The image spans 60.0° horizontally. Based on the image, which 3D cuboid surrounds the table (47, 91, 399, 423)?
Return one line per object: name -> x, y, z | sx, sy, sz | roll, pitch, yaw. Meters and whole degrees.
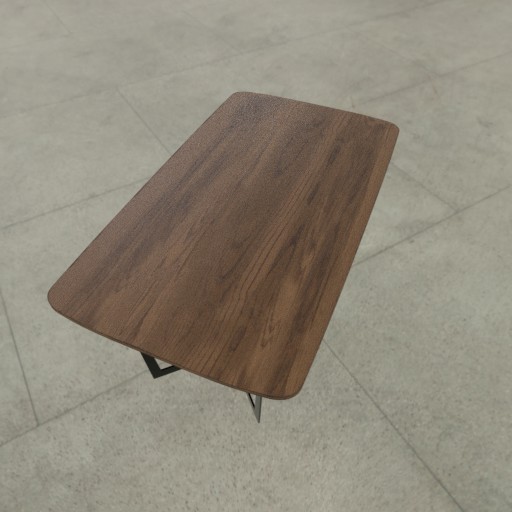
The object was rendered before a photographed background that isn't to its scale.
table -> 0.000, 0.000, 2.164 | 0.949, 0.765, 1.643 | 18, 50, 15
